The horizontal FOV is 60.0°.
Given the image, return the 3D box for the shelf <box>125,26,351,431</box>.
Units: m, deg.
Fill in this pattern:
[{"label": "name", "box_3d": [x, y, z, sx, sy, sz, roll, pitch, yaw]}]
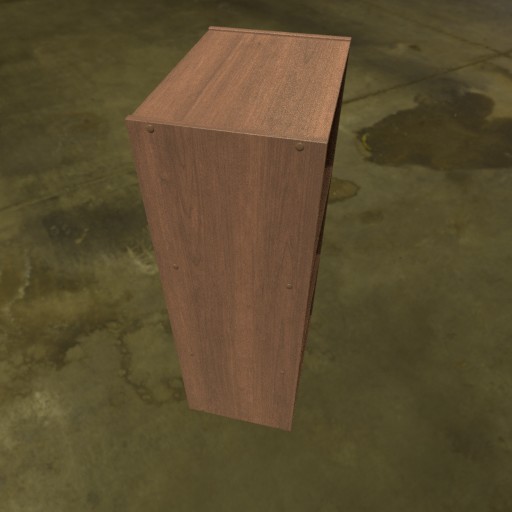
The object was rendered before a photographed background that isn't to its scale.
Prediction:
[{"label": "shelf", "box_3d": [0.000, 0.000, 1.062, 0.290, 0.879, 0.414, 9, 45, 9]}]
